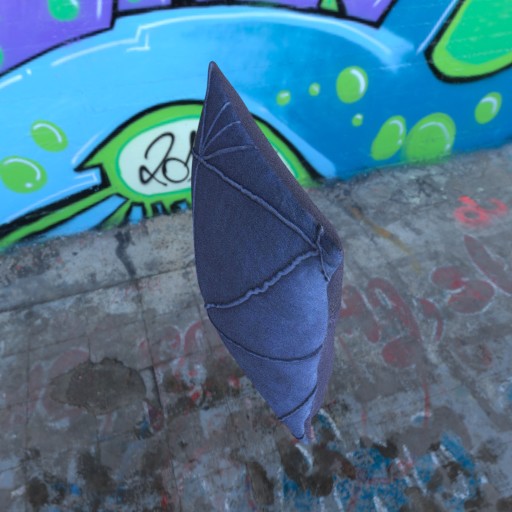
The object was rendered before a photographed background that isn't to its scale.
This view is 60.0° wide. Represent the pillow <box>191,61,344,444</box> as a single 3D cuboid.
[{"bbox_3d":[0.000,0.000,0.684,0.183,0.440,0.439,-14,47,-14],"label":"pillow"}]
